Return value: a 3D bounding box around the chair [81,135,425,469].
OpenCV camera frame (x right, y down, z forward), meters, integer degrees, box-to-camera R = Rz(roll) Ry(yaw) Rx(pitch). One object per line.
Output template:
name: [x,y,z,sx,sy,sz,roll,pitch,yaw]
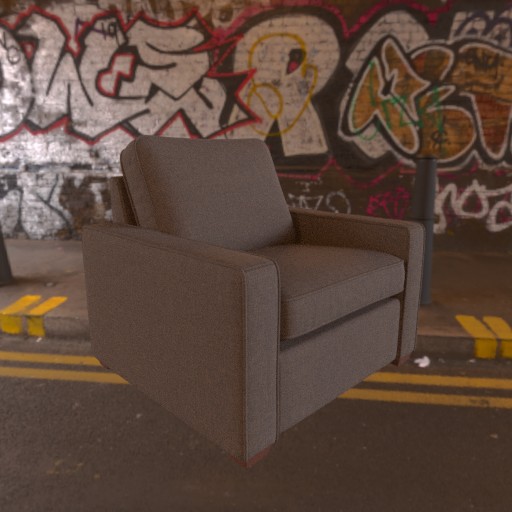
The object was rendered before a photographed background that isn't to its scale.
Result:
chair: [0.000,0.000,1.740,1.017,0.919,0.940,-13,19,-43]
